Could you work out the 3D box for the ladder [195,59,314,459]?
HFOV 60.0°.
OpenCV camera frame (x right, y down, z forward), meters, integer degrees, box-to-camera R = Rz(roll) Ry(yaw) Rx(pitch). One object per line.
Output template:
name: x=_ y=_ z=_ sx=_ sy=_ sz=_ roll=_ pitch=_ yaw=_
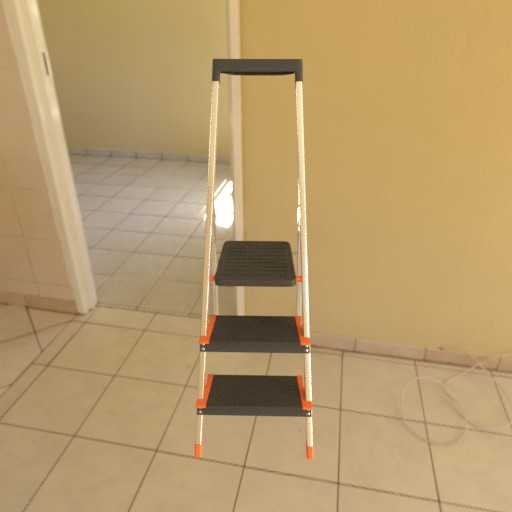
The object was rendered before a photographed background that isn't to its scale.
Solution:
ladder: x=0.000 y=0.000 z=1.547 sx=0.416 sy=1.229 sz=0.686 roll=1 pitch=29 yaw=1
